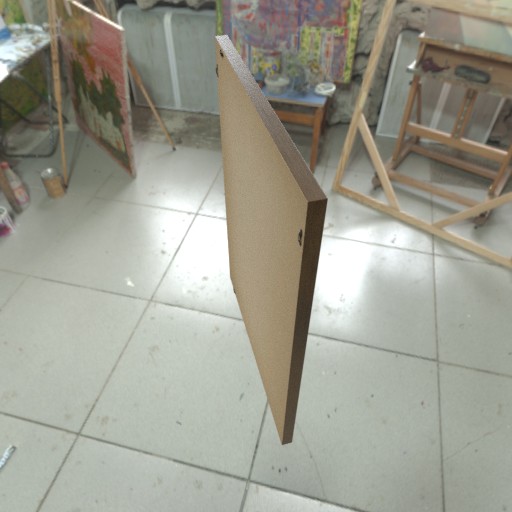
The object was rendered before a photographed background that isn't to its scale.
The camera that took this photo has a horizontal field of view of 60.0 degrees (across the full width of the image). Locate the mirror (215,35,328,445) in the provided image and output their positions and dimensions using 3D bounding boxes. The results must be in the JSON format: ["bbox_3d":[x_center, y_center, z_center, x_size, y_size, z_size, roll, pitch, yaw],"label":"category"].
[{"bbox_3d":[0.000,0.000,1.349,0.040,1.016,0.762,-11,47,-11],"label":"mirror"}]
